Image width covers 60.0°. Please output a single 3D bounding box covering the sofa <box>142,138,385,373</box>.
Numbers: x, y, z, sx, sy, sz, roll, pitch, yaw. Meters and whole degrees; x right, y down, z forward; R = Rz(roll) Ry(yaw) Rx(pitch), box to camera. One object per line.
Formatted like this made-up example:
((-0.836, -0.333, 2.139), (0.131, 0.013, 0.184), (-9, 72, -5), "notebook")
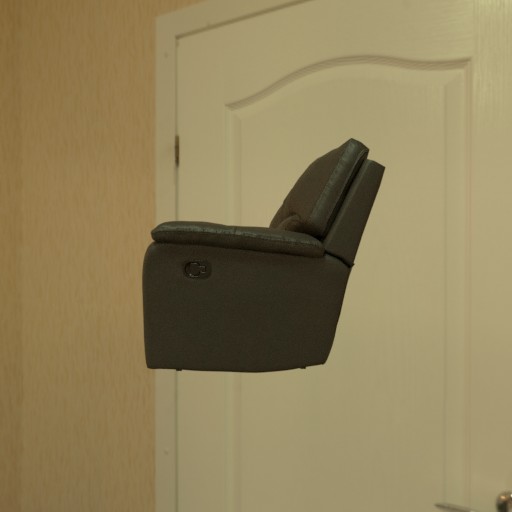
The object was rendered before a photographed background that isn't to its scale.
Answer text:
((0.000, 0.000, 3.175), (1.104, 1.134, 2.627), (0, 0, -1), "sofa")
